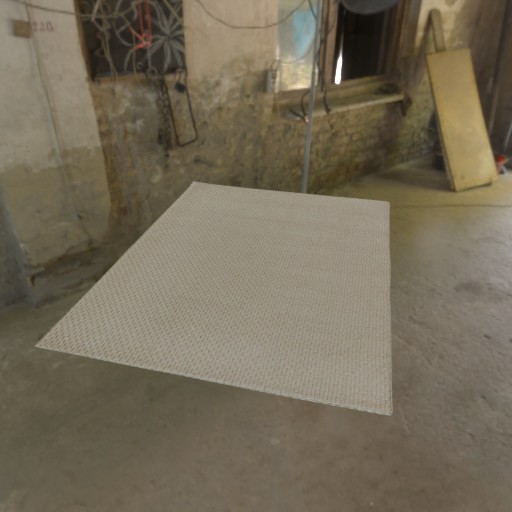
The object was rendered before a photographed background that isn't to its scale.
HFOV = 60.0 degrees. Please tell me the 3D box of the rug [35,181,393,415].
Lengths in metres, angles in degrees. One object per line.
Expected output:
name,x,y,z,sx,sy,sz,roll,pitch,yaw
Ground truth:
rug,0.000,0.000,3.864,2.277,0.035,2.897,7,32,12
